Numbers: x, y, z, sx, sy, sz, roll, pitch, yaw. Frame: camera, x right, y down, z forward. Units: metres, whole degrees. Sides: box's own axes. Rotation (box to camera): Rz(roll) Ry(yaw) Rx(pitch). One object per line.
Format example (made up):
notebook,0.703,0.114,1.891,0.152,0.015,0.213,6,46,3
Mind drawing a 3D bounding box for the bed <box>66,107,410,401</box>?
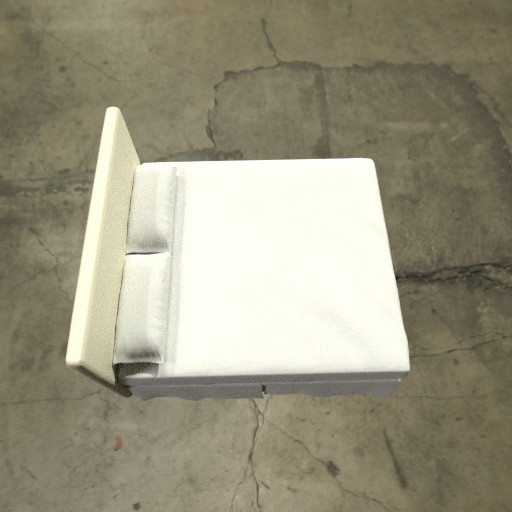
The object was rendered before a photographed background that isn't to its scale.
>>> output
bed,0.000,0.000,3.623,2.341,1.317,2.119,-1,64,-1
